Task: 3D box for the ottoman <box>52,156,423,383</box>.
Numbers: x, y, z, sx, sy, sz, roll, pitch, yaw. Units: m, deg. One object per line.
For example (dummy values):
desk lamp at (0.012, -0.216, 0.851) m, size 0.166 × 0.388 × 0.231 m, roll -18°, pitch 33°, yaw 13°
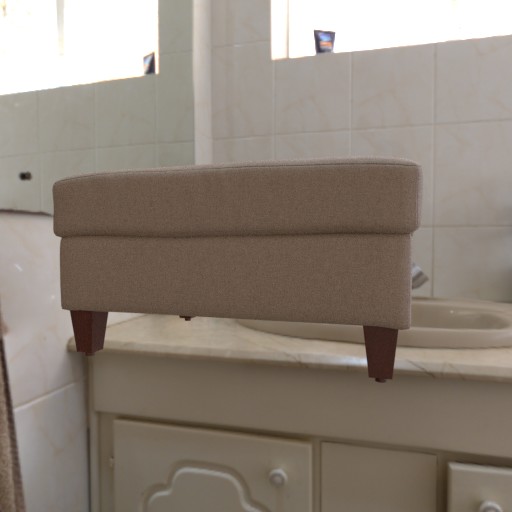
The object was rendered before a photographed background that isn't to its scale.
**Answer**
ottoman at (0.000, 0.000, 1.308) m, size 0.902 × 0.511 × 0.692 m, roll 0°, pitch 1°, yaw 18°
